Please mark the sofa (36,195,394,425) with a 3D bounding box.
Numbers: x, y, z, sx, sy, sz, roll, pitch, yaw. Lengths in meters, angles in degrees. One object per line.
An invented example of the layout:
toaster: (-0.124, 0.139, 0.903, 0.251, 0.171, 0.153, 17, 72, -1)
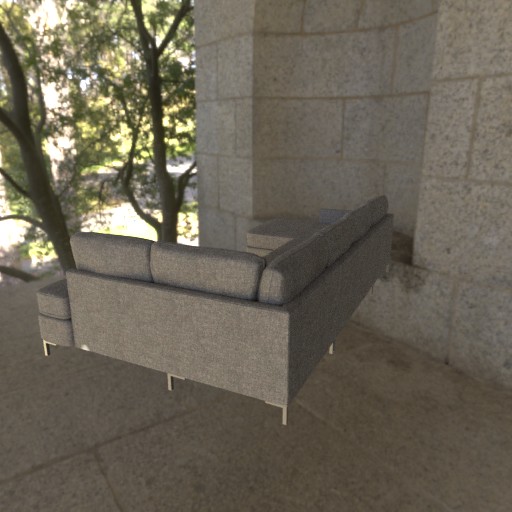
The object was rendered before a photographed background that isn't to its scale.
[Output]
sofa: (0.000, 0.000, 4.359, 2.048, 0.999, 3.423, 8, 17, 25)
